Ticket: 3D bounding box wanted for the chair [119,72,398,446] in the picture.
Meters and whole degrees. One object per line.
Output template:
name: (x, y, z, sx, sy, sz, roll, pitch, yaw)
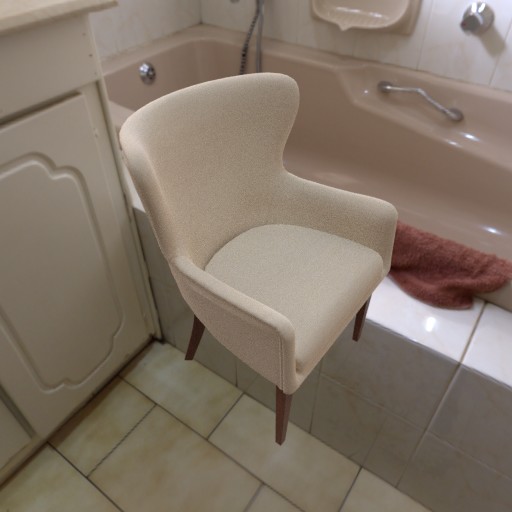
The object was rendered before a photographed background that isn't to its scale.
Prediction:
chair: (0.000, 0.000, 1.524, 0.744, 0.990, 0.696, 27, 49, 27)
